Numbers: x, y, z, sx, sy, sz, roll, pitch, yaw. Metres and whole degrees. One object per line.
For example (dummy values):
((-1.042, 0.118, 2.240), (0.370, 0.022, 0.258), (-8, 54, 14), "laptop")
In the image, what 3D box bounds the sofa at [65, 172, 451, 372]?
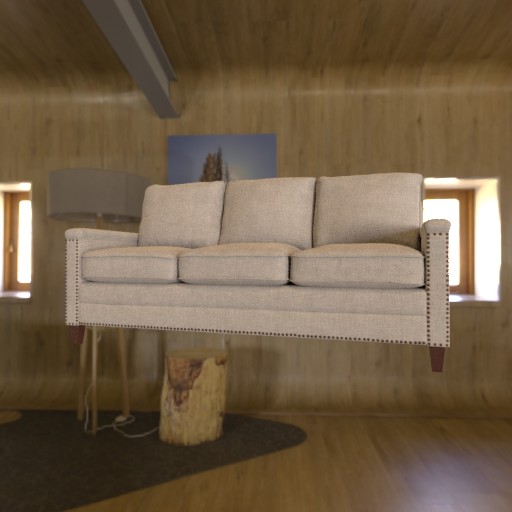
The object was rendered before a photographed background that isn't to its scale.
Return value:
((0.000, 0.000, 2.452), (1.925, 0.959, 0.828), (0, 0, 19), "sofa")
